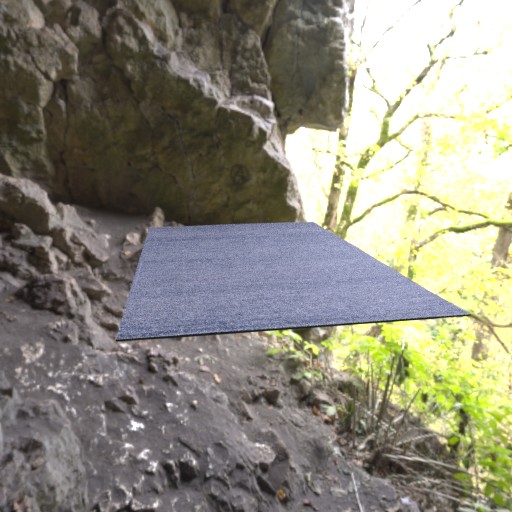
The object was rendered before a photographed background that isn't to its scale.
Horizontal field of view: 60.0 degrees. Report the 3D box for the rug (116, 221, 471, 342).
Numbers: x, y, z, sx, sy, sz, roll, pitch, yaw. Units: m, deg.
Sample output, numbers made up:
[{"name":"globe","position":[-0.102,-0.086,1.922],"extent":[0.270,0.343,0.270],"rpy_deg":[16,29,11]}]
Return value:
[{"name":"rug","position":[0.000,0.000,2.220],"extent":[1.145,0.021,1.777],"rpy_deg":[-3,15,-10]}]
